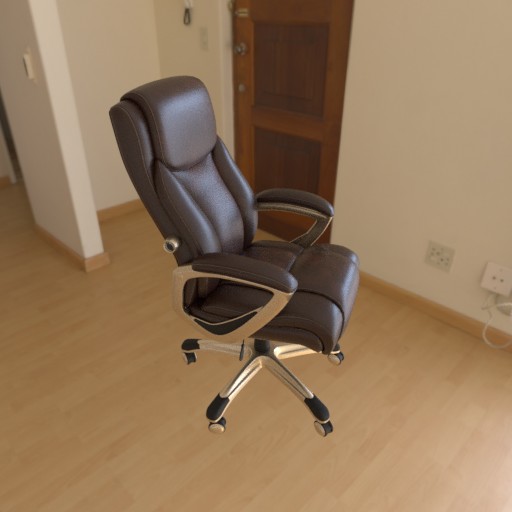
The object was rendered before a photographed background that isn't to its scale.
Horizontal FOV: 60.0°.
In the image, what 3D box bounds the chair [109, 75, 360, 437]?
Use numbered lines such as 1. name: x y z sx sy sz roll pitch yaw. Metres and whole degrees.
1. chair: 0.000 0.000 1.634 0.749 1.194 0.692 10 31 17
